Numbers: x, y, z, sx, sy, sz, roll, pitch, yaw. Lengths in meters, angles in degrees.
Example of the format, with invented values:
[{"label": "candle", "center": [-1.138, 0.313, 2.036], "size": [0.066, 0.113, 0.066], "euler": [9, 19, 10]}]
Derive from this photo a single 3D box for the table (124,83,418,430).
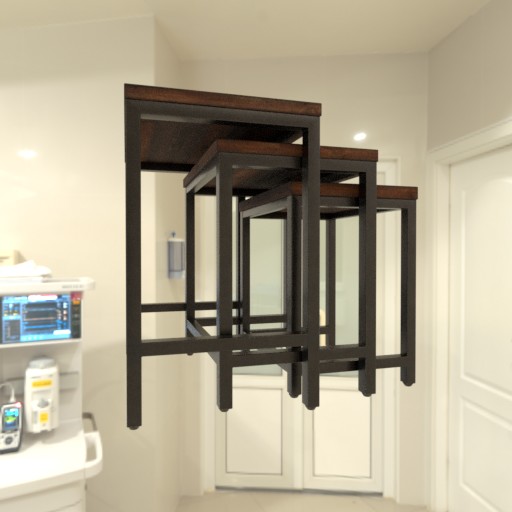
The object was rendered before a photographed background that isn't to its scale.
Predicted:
[{"label": "table", "center": [0.000, 0.000, 1.163], "size": [0.660, 0.616, 0.608], "euler": [0, 1, -16]}]
